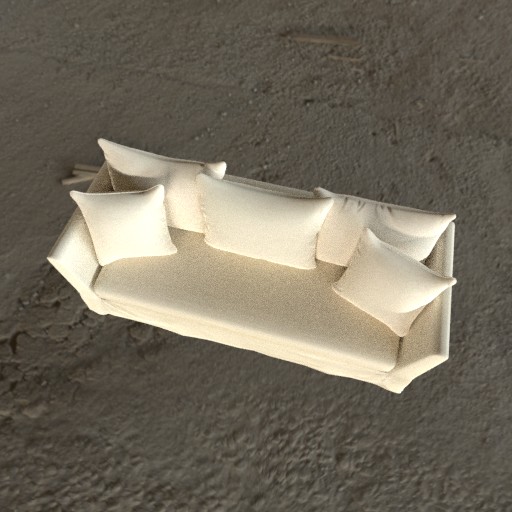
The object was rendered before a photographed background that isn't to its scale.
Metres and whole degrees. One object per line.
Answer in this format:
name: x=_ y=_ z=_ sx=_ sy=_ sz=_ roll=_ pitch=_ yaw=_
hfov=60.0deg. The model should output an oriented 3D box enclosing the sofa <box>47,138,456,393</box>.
sofa: x=0.000 y=0.000 z=3.059 sx=2.484 sy=1.042 sz=1.030 roll=13 pitch=59 yaw=8
